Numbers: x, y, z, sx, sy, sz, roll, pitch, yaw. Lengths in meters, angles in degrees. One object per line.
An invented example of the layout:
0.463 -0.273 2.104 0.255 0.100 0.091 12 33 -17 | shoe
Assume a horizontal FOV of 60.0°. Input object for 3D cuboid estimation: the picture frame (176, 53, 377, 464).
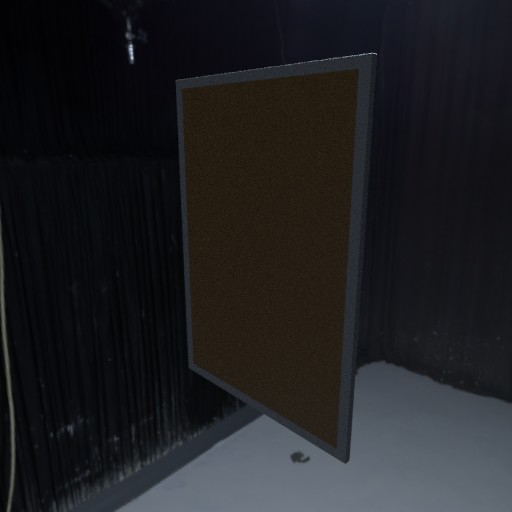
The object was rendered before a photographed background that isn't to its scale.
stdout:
0.000 0.000 0.843 0.013 0.657 0.457 -15 21 -42 | picture frame
